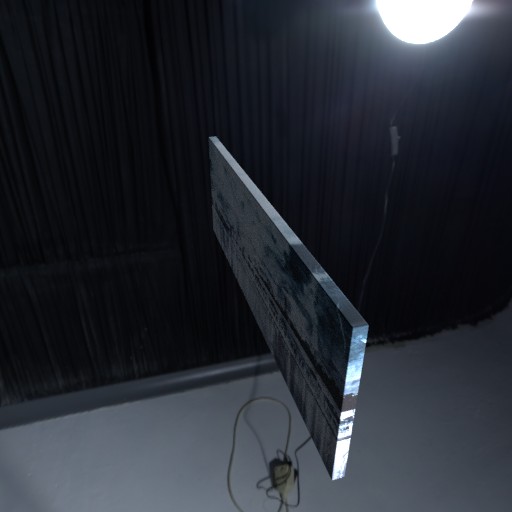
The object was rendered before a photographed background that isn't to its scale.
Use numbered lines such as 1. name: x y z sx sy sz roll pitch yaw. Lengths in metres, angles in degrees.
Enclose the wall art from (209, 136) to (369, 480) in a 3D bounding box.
1. wall art: 0.000 0.000 1.670 0.037 0.509 1.524 -8 31 -14
